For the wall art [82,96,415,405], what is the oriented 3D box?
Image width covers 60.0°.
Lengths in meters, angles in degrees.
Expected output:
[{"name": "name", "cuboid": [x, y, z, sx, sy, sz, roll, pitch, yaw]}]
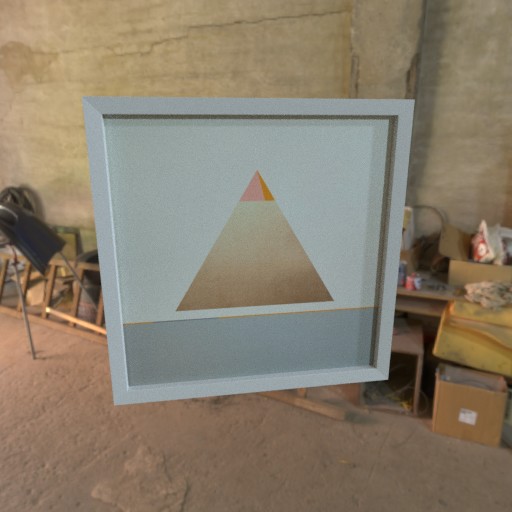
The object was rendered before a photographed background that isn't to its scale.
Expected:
[{"name": "wall art", "cuboid": [0.000, 0.000, 1.927, 1.289, 1.291, 0.098, -3, 17, -9]}]
